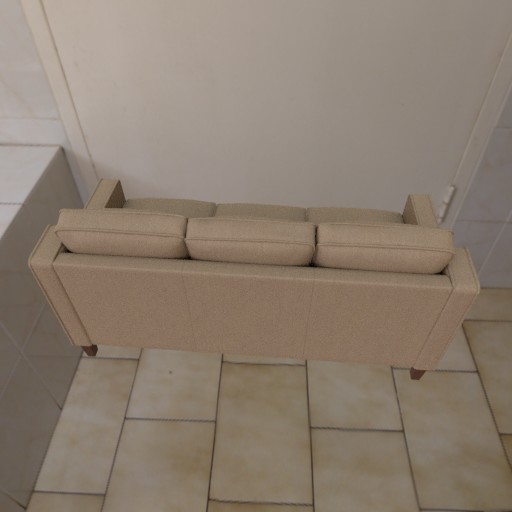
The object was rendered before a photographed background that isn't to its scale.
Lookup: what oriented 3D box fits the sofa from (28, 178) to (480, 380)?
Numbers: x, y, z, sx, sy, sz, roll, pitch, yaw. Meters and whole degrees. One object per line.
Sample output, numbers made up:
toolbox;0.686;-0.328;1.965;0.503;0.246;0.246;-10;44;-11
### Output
sofa;0.000;0.000;2.480;1.986;0.974;0.911;3;46;3
